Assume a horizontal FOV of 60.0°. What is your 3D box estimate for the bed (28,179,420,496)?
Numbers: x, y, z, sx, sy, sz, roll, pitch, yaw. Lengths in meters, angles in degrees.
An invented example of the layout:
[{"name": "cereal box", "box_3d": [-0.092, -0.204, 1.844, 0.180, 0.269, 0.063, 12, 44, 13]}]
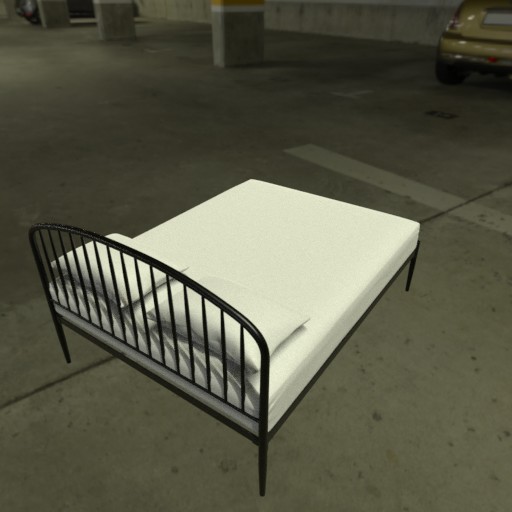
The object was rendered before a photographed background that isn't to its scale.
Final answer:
[{"name": "bed", "box_3d": [0.000, 0.000, 3.024, 1.618, 1.166, 2.159, 20, 36, 30]}]
